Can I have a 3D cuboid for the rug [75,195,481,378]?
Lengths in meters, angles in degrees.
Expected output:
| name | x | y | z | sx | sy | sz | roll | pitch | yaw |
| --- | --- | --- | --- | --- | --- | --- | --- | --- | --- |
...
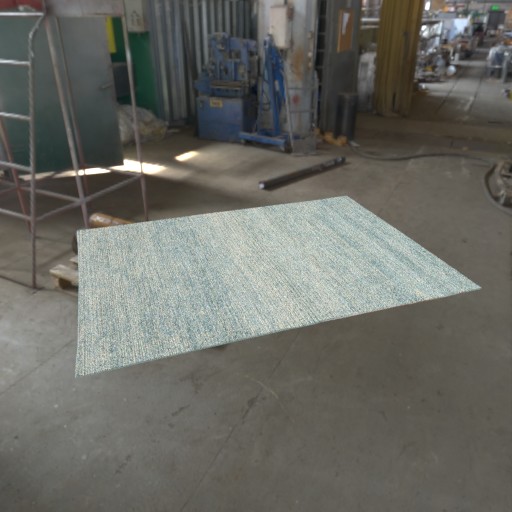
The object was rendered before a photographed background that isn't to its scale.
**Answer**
| name | x | y | z | sx | sy | sz | roll | pitch | yaw |
| --- | --- | --- | --- | --- | --- | --- | --- | --- | --- |
| rug | 0.000 | 0.000 | 2.941 | 2.260 | 0.026 | 1.611 | -9 | 30 | -16 |
